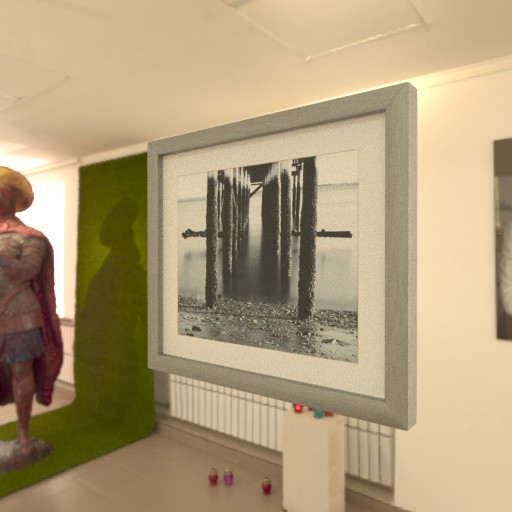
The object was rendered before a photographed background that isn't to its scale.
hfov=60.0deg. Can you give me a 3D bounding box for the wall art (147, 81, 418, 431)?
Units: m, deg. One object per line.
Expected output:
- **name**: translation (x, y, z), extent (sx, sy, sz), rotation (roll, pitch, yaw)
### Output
- **wall art**: translation (0.000, 0.000, 0.543), extent (0.380, 0.330, 0.028), rotation (0, 0, 37)
